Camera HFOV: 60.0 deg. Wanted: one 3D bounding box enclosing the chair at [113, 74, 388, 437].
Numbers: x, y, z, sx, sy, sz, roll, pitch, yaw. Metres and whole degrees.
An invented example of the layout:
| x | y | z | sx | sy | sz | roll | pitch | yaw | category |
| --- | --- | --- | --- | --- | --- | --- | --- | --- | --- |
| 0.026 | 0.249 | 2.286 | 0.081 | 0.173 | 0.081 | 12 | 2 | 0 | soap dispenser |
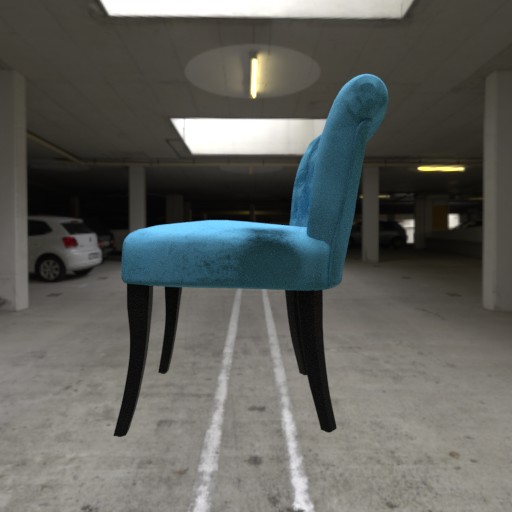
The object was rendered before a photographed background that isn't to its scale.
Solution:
| x | y | z | sx | sy | sz | roll | pitch | yaw | category |
| --- | --- | --- | --- | --- | --- | --- | --- | --- | --- |
| 0.000 | 0.000 | 1.165 | 0.605 | 0.750 | 0.582 | 0 | 1 | -1 | chair |
